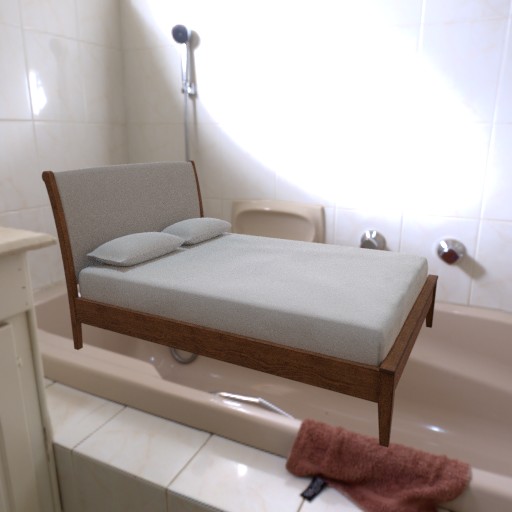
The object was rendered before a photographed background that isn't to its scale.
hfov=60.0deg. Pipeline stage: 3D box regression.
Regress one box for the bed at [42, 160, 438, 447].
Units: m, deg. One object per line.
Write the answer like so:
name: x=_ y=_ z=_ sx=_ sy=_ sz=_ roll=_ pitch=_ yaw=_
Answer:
bed: x=0.000 y=0.000 z=2.907 sx=2.108 sy=1.135 sz=1.502 roll=8 pitch=17 yaw=27
